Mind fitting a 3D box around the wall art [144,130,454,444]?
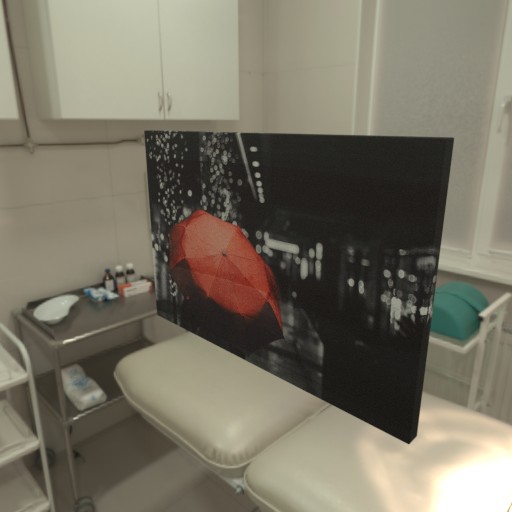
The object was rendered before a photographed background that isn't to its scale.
[{"bbox_3d":[0.000,0.000,1.139,0.914,0.609,0.038,16,23,42],"label":"wall art"}]
